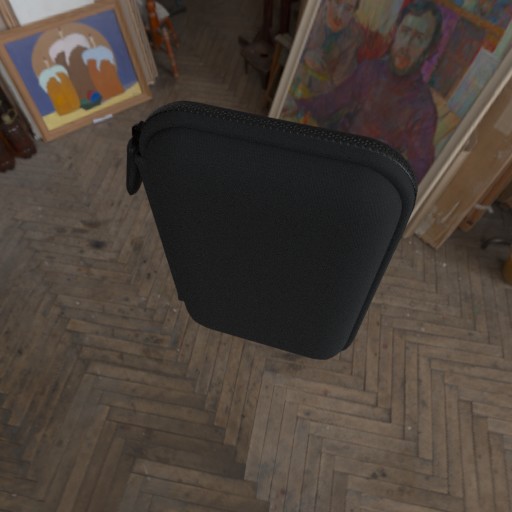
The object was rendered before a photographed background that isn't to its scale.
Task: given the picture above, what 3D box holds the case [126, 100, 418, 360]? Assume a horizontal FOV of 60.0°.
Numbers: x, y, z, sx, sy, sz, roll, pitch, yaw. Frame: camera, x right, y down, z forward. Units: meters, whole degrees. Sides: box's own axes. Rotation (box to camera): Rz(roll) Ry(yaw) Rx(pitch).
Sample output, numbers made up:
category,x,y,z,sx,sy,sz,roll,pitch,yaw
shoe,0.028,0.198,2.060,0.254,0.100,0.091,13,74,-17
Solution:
category,x,y,z,sx,sy,sz,roll,pitch,yaw
case,0.000,0.000,0.195,0.107,0.147,0.030,14,57,10
